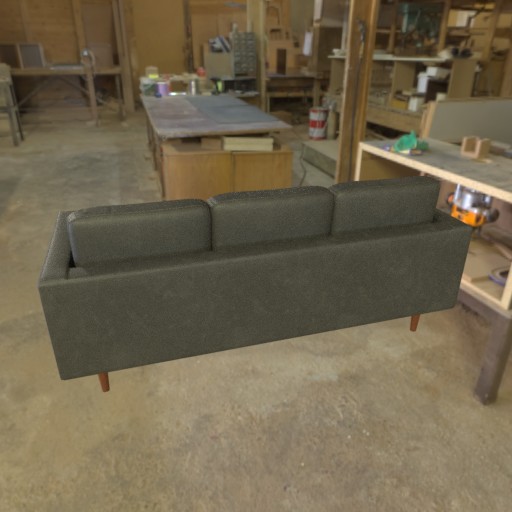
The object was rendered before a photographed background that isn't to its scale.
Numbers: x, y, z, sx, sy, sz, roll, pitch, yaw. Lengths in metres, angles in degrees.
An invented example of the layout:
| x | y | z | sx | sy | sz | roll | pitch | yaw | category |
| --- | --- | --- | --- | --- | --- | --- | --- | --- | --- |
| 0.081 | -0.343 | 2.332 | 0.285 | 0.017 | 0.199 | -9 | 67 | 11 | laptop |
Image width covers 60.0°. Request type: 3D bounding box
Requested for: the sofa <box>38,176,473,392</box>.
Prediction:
| x | y | z | sx | sy | sz | roll | pitch | yaw | category |
| --- | --- | --- | --- | --- | --- | --- | --- | --- | --- |
| 0.000 | 0.000 | 2.445 | 2.029 | 0.899 | 0.879 | -7 | 27 | -15 | sofa |
